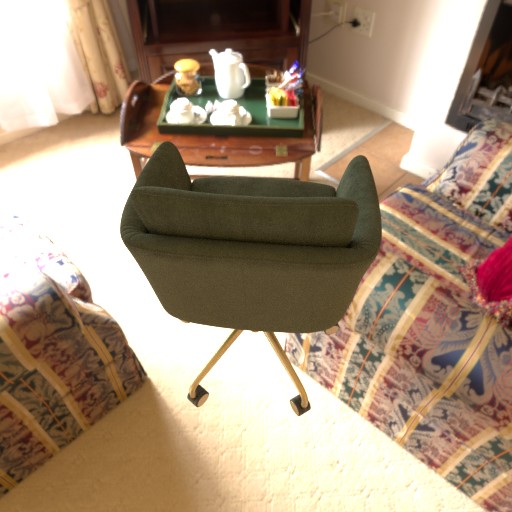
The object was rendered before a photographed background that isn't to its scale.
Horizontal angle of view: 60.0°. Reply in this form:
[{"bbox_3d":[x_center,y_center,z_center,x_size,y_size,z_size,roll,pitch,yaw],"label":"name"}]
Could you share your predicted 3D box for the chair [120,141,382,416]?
[{"bbox_3d":[0.000,0.000,1.349,0.641,0.908,0.635,4,47,4],"label":"chair"}]
